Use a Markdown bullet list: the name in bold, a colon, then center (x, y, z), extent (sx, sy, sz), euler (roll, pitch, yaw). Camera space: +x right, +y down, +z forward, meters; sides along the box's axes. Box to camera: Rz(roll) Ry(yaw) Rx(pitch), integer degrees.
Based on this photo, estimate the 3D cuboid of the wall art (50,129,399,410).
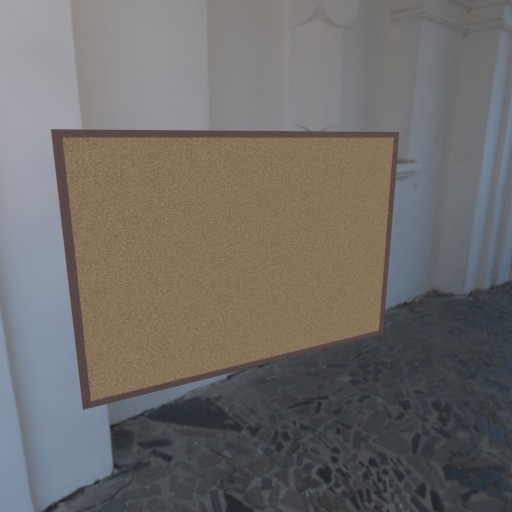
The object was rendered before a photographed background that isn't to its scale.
- **wall art**: center (0.000, 0.000, 0.837), extent (0.660, 0.455, 0.014), euler (-7, 17, -26)
